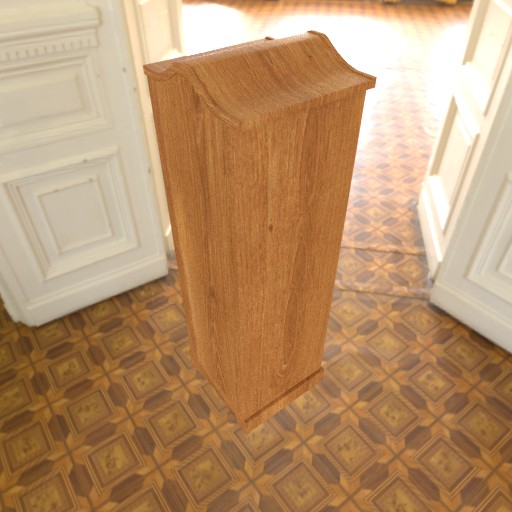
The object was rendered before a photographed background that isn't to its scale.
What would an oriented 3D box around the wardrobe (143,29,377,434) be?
[{"bbox_3d":[0.000,0.000,2.096,0.570,1.870,0.590,-26,48,-27],"label":"wardrobe"}]
